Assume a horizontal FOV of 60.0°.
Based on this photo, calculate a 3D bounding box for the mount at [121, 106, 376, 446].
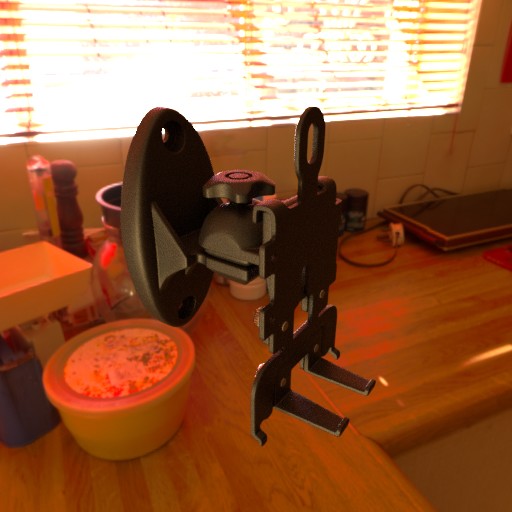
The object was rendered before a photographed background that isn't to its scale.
[{"bbox_3d":[0.000,0.000,0.178,0.100,0.118,0.066,17,30,32],"label":"mount"}]
